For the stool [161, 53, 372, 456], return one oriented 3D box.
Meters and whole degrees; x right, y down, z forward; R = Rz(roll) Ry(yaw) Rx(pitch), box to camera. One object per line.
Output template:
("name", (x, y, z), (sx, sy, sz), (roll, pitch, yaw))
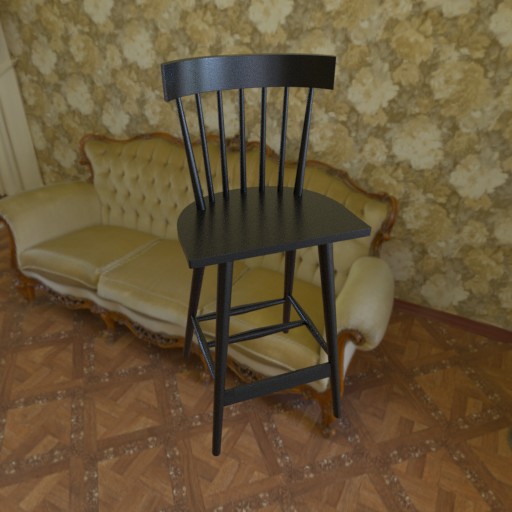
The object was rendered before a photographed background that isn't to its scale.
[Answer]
("stool", (0.000, 0.000, 1.344), (0.482, 1.092, 0.483), (-10, 33, -17))
